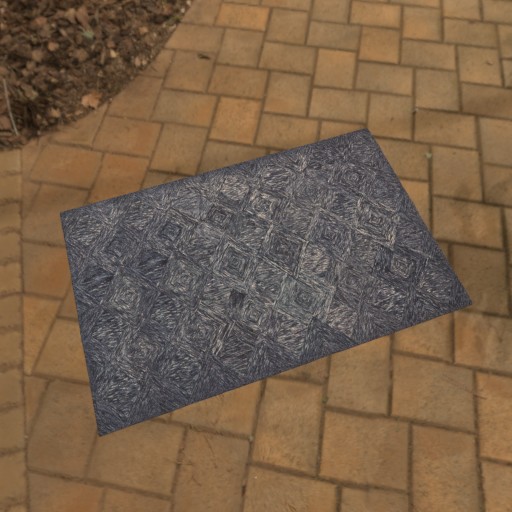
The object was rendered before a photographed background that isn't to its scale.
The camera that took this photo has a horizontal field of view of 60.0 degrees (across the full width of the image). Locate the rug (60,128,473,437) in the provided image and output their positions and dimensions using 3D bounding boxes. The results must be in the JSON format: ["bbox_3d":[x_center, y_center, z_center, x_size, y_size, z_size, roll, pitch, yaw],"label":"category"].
[{"bbox_3d":[0.000,0.000,2.173,1.754,0.010,1.139,-17,65,-8],"label":"rug"}]
